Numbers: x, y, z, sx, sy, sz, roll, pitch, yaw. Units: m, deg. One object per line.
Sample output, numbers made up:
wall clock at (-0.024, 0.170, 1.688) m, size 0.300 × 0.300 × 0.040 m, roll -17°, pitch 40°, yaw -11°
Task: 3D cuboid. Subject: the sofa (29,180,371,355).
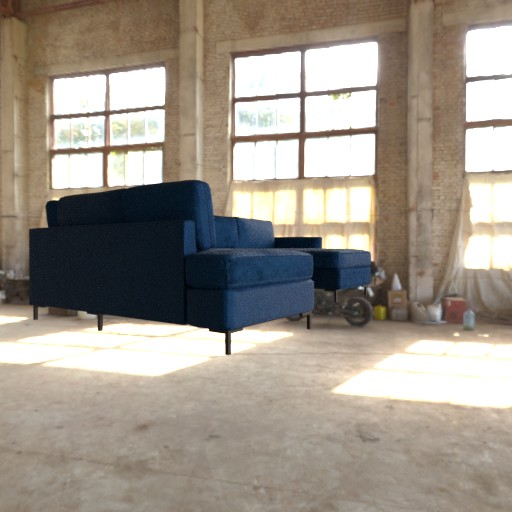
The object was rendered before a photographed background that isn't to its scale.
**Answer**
sofa at (0.000, 0.000, 4.315) m, size 2.055 × 0.992 × 3.434 m, roll 1°, pitch 1°, yaw 35°
